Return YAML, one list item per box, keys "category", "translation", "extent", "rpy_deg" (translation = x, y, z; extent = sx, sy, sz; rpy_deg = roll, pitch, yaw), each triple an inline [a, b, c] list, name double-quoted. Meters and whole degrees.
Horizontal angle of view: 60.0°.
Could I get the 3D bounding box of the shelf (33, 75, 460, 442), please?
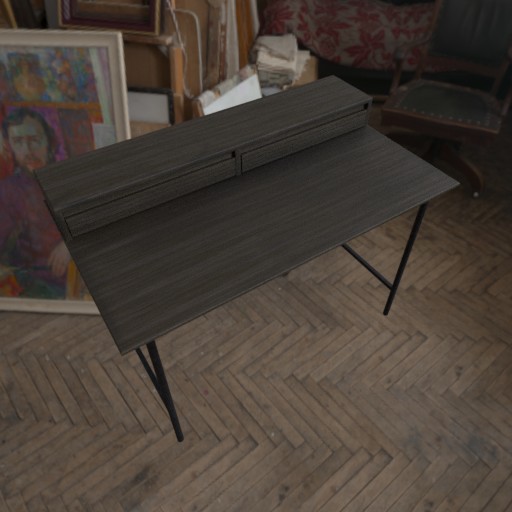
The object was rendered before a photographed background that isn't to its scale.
- category: "shelf"
  translation: [0.000, 0.000, 1.702]
  extent: [1.212, 0.865, 0.685]
  rpy_deg: [-25, 51, -22]
